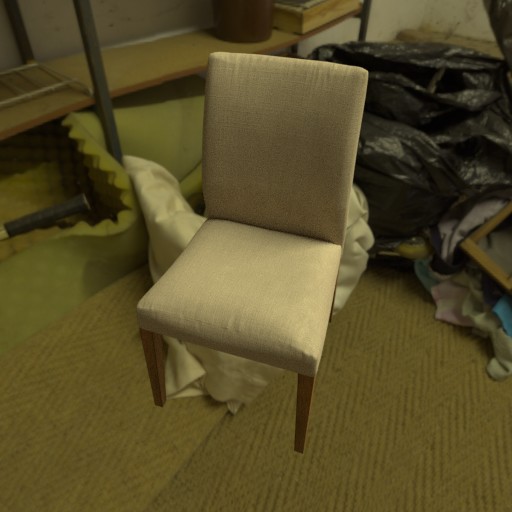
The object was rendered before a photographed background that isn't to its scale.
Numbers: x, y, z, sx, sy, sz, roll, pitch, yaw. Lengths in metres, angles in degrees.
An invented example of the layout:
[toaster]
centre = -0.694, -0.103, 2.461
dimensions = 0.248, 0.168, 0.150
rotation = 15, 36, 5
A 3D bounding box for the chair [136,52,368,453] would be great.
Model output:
[chair]
centre = 0.000, 0.000, 1.278
dimensions = 0.496, 0.940, 0.585
rotation = 13, 43, 14
